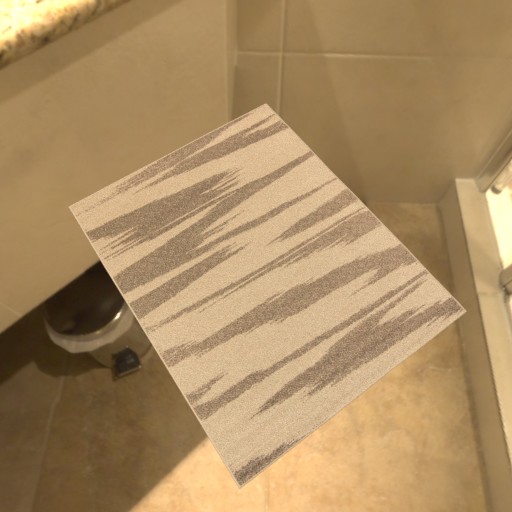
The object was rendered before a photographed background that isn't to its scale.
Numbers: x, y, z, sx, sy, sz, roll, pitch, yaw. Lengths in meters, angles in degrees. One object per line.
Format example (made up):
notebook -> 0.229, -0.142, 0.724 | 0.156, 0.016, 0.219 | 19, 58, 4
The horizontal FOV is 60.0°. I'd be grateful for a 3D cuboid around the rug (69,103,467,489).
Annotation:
rug -> 0.000, 0.000, 4.028 | 2.353, 0.014, 2.945 | -32, 68, -15
